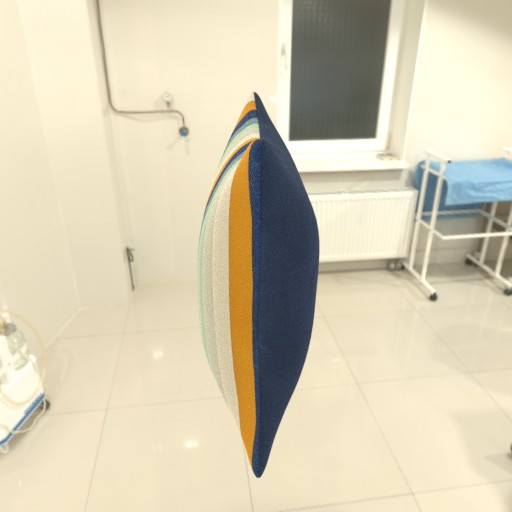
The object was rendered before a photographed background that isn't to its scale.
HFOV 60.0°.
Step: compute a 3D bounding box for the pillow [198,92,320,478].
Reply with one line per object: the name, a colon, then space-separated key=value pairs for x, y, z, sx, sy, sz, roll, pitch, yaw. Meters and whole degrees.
pillow: x=0.000 y=0.000 z=0.708 sx=0.173 sy=0.454 sz=0.463 roll=-1 pitch=26 yaw=-1
